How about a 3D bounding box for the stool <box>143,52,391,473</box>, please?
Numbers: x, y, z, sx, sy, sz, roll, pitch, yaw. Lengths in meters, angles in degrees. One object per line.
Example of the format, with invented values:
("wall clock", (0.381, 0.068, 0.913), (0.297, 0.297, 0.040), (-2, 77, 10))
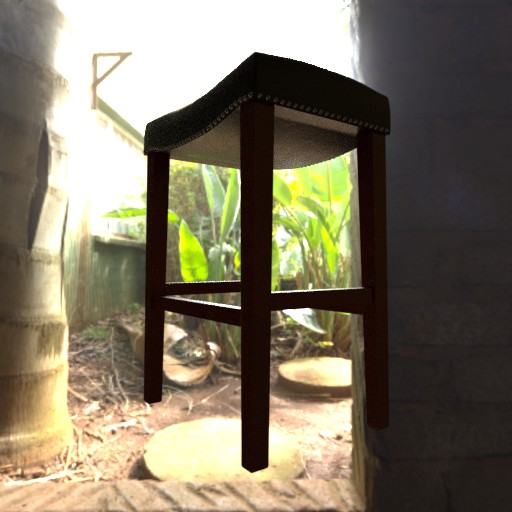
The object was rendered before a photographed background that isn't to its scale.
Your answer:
("stool", (0.000, 0.000, 1.049), (0.372, 0.742, 0.504), (1, -1, -36))
